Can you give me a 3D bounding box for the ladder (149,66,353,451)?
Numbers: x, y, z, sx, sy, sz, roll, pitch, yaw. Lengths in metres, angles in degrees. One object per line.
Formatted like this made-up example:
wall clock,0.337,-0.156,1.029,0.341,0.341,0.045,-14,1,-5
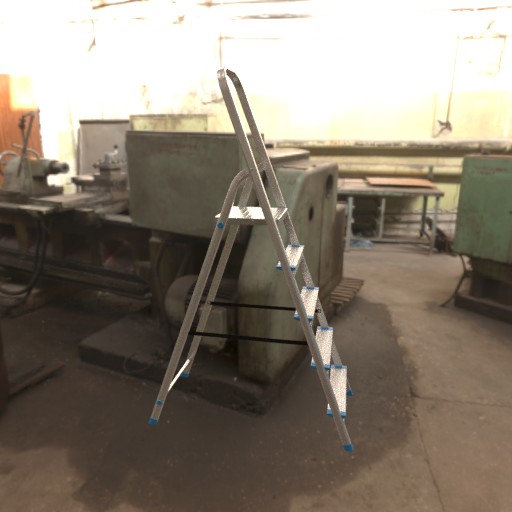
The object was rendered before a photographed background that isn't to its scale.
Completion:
ladder,0.000,0.000,2.087,0.990,1.648,0.468,3,16,11
